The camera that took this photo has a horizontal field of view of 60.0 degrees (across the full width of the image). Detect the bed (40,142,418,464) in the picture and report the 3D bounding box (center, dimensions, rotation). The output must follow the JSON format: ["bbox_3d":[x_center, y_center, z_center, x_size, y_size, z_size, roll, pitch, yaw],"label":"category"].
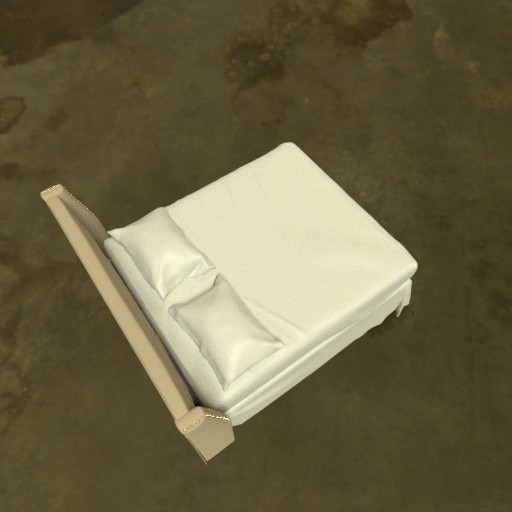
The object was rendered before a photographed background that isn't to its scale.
[{"bbox_3d":[0.000,0.000,3.489,2.276,1.332,1.925,-31,64,-17],"label":"bed"}]
